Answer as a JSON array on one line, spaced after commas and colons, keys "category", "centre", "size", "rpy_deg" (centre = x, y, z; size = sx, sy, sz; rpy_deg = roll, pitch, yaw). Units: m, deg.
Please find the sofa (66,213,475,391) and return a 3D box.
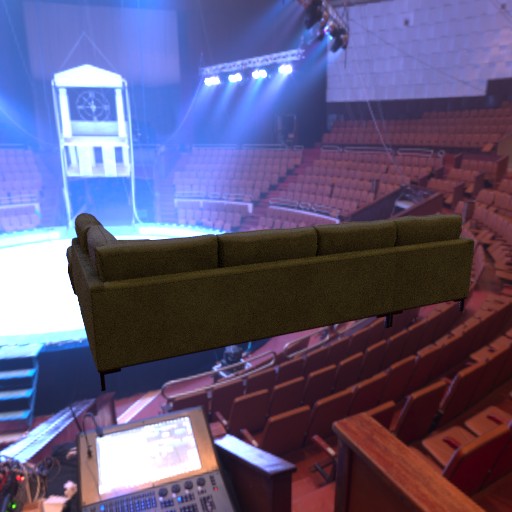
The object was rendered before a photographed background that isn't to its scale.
[{"category": "sofa", "centre": [0.000, 0.000, 3.227], "size": [2.486, 0.687, 1.707], "rpy_deg": [-7, 15, -25]}]
